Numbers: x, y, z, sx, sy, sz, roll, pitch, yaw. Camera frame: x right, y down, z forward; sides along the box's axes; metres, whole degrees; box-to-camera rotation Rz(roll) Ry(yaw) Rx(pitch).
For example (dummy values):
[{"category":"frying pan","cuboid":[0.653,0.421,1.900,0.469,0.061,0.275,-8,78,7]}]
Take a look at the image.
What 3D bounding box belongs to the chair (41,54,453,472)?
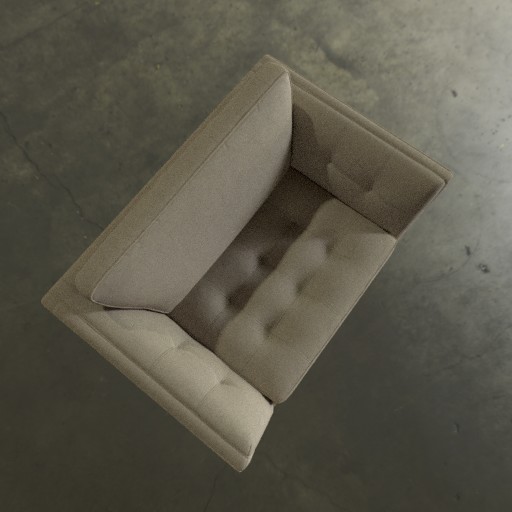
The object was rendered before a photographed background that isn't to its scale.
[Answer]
[{"category":"chair","cuboid":[0.000,0.000,1.994,0.965,0.940,1.397,37,77,10]}]
